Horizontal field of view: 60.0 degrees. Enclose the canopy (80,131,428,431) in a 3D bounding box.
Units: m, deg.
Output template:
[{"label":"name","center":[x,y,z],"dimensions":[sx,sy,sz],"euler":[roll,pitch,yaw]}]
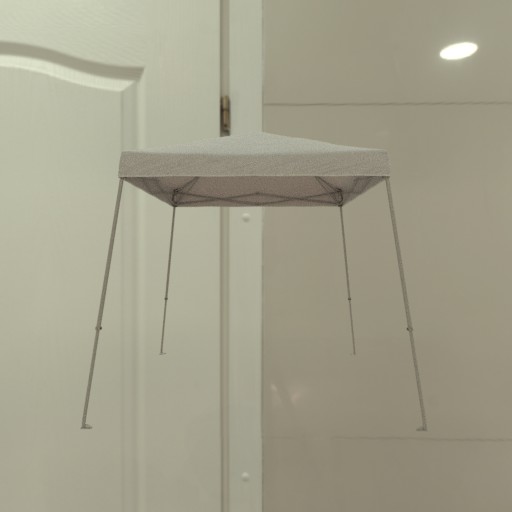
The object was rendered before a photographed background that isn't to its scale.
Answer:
[{"label":"canopy","center":[0.000,0.000,5.050],"dimensions":[2.849,2.849,2.848],"euler":[0,0,1]}]
